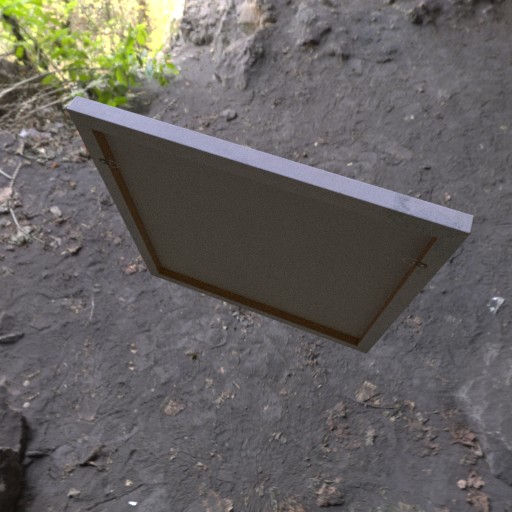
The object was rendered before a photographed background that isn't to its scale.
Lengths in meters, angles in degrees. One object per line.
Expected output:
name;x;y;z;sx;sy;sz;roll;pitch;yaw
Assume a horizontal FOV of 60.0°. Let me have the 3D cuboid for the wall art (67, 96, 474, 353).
wall art;0.000;0.000;1.128;0.762;0.762;0.041;19;65;9
